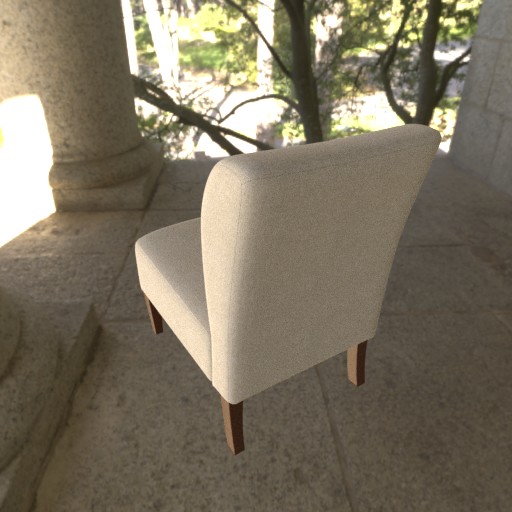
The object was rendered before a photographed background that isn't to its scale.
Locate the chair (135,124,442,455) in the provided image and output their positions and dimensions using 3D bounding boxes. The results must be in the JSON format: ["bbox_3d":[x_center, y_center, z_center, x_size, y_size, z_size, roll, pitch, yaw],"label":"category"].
[{"bbox_3d":[0.000,0.000,1.315,0.521,0.833,0.754,-17,34,-28],"label":"chair"}]
